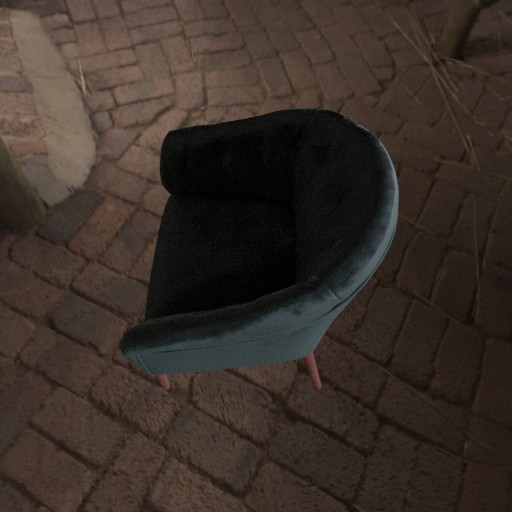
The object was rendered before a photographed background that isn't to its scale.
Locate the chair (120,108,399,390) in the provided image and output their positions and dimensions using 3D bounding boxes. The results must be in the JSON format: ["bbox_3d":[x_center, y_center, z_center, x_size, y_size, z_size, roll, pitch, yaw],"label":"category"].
[{"bbox_3d":[0.000,0.000,1.541,0.776,0.885,0.851,2,58,1],"label":"chair"}]
